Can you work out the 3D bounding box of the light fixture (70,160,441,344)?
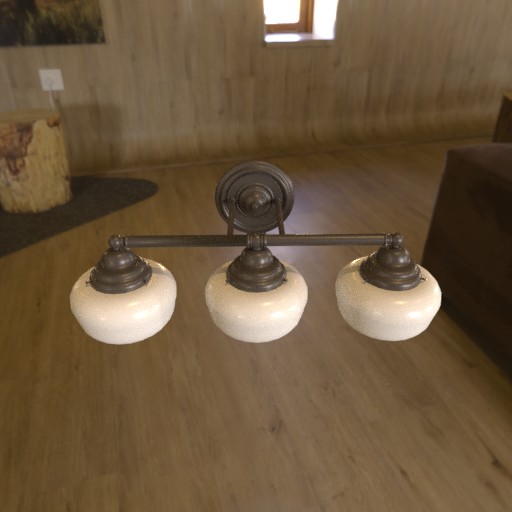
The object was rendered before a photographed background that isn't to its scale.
[{"bbox_3d":[0.000,0.000,0.722,0.587,0.242,0.239,-1,31,-1],"label":"light fixture"}]
